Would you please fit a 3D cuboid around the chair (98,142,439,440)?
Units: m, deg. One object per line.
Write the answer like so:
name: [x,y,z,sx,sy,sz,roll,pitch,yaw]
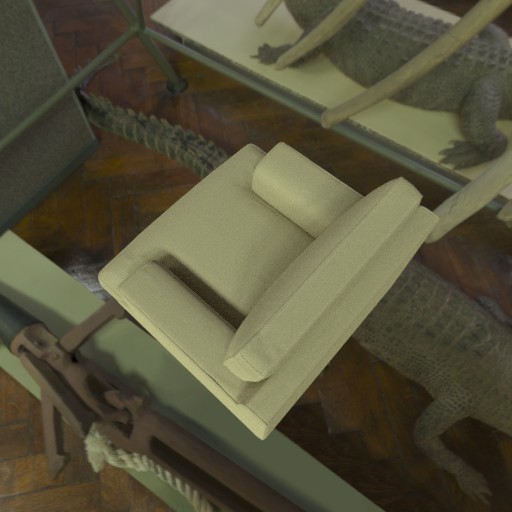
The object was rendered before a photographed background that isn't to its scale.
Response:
chair: [0.000,0.000,2.164,1.274,1.005,1.293,32,68,15]
